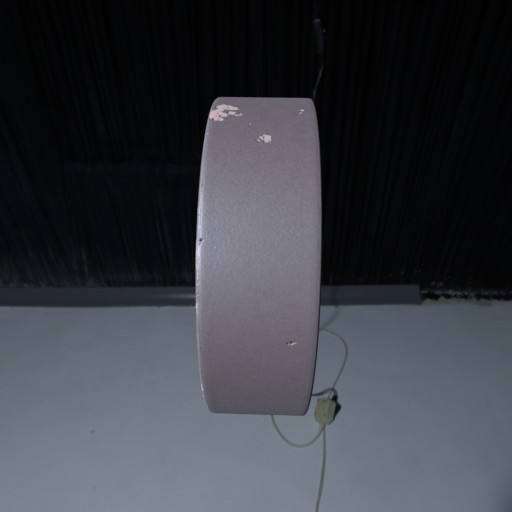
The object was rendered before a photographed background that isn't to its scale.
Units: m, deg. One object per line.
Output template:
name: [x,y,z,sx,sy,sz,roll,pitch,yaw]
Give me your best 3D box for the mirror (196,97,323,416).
mirror: [0.000,0.000,0.573,0.126,0.386,0.386,1,42,1]
